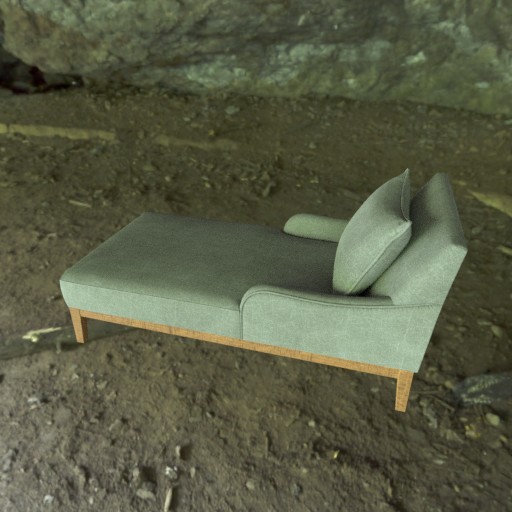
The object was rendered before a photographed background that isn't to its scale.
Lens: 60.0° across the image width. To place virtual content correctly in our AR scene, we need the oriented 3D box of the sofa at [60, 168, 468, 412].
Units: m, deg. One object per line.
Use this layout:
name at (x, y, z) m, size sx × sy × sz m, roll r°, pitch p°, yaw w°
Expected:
sofa at (0.000, 0.000, 2.292) m, size 1.779 × 0.859 × 0.894 m, roll 8°, pitch 29°, yaw 15°
